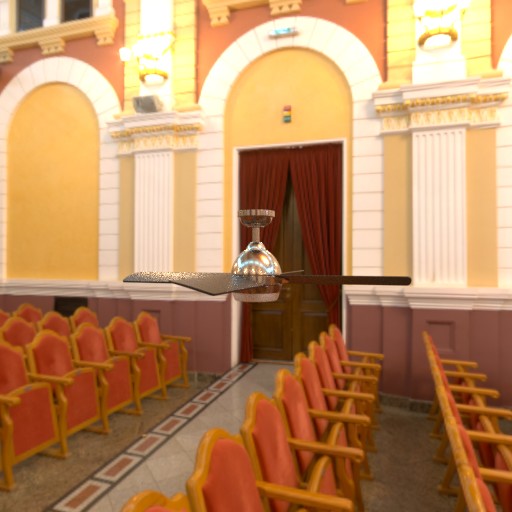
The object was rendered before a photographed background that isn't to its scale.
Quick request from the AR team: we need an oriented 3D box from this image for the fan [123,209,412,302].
[{"bbox_3d":[0.000,0.000,2.011,1.332,0.403,1.332,0,0,18],"label":"fan"}]
